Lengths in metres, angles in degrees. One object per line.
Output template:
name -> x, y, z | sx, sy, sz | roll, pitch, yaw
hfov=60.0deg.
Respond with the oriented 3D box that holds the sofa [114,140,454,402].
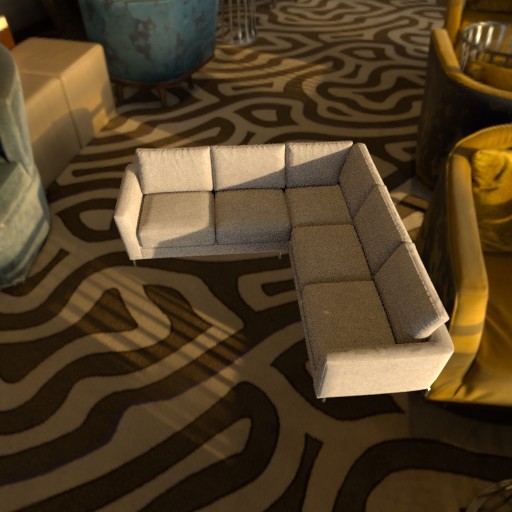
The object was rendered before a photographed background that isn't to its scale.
sofa -> 0.000, 0.000, 3.781 | 2.438, 0.864, 2.438 | -3, 44, -3
